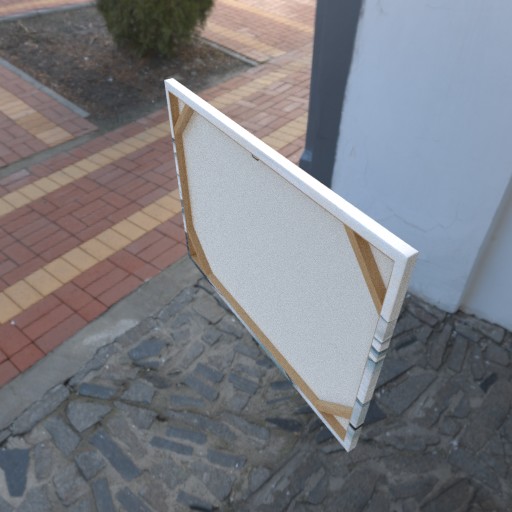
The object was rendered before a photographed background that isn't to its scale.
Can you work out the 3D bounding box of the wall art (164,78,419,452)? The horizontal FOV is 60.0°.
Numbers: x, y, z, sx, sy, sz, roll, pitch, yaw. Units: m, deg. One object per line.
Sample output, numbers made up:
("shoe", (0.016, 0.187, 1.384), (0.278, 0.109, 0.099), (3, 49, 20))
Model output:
("wall art", (0.000, 0.000, 1.627), (0.039, 0.915, 1.219), (-24, 47, -24))
